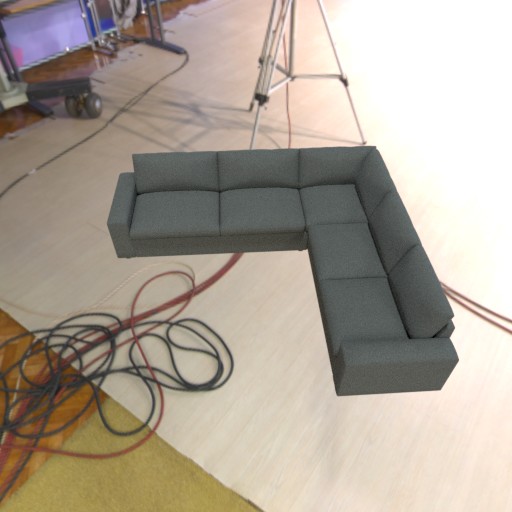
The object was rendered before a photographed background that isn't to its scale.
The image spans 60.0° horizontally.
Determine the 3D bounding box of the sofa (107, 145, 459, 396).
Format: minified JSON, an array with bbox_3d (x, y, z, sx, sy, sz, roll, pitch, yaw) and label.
[{"bbox_3d":[0.000,0.000,4.760,3.277,0.965,2.895,-3,46,-2],"label":"sofa"}]
